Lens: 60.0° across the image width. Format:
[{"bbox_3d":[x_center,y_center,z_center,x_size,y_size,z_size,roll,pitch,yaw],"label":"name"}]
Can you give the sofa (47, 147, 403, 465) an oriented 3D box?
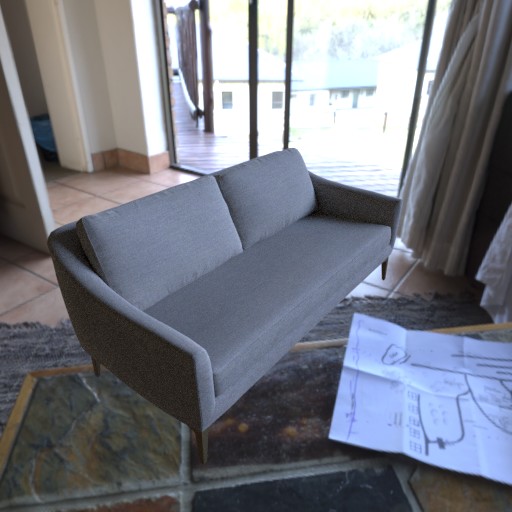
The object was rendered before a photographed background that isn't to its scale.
[{"bbox_3d":[0.000,0.000,2.586,0.980,0.913,2.036,19,33,32],"label":"sofa"}]
